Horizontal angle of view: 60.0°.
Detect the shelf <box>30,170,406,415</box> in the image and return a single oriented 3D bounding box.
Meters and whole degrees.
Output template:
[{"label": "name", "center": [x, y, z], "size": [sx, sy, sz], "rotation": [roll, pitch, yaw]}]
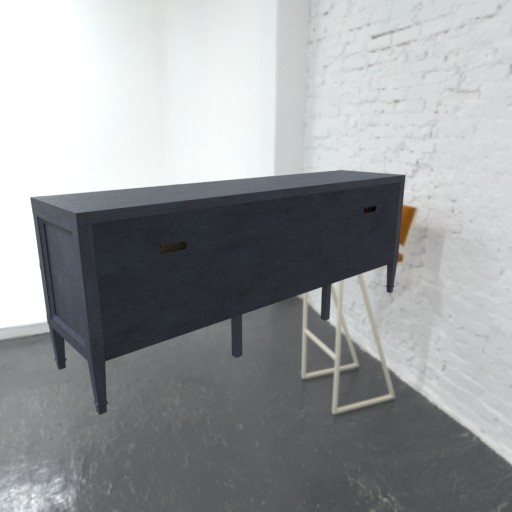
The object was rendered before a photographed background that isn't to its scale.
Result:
[{"label": "shelf", "center": [0.000, 0.000, 2.207], "size": [1.878, 0.715, 0.471], "rotation": [-13, 20, -40]}]
